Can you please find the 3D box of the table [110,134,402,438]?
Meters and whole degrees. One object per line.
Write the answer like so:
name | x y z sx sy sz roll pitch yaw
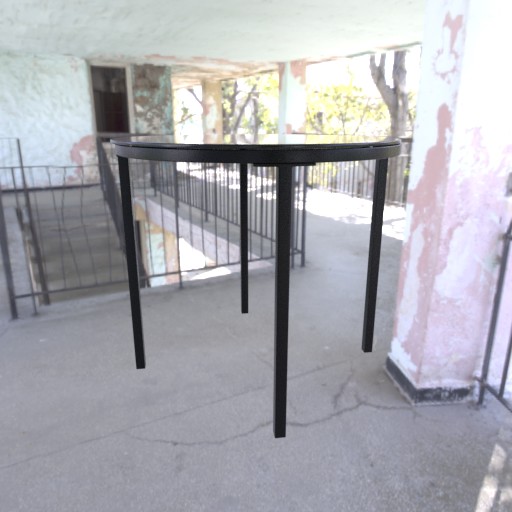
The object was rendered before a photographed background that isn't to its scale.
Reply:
table | 0.000 0.000 0.859 0.499 0.443 0.499 0 17 0
